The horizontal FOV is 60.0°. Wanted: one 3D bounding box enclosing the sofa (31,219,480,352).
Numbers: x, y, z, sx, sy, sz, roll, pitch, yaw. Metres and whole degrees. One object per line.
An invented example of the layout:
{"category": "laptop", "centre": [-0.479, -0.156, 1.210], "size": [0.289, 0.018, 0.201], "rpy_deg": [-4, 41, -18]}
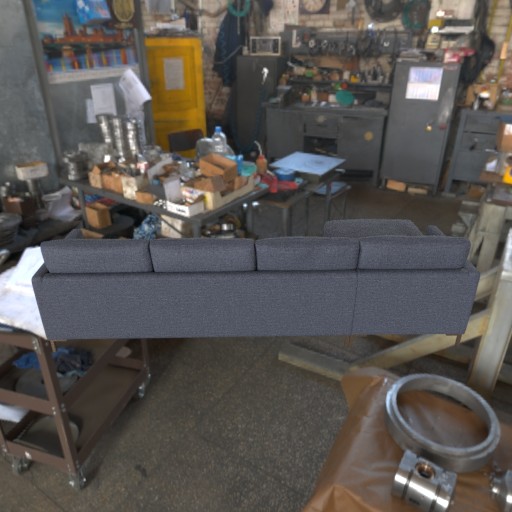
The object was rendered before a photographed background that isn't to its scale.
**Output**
{"category": "sofa", "centre": [0.000, 0.000, 2.920], "size": [2.445, 0.673, 1.125], "rpy_deg": [-1, 27, -1]}
